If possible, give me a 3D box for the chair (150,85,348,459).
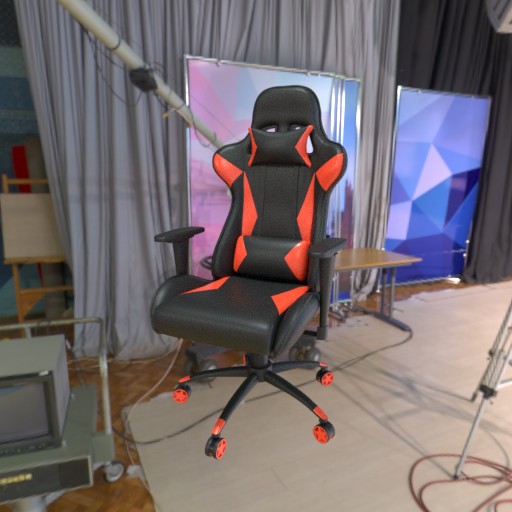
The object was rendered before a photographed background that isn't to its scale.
[{"bbox_3d":[0.000,0.000,1.669,0.695,1.282,0.730,6,14,25],"label":"chair"}]
